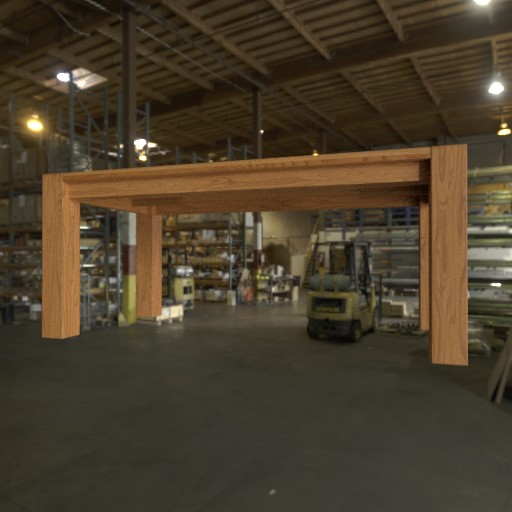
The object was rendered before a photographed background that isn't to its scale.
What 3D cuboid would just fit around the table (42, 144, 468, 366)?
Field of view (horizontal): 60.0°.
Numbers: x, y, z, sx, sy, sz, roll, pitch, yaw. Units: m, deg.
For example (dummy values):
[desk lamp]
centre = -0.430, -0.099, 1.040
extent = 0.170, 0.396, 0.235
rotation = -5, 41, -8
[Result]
[table]
centre = 0.000, 0.000, 2.214
extent = 1.800, 0.760, 0.900
rotation = 0, 0, 18
